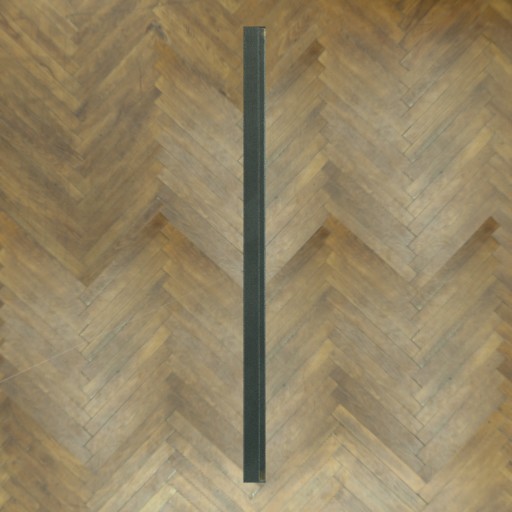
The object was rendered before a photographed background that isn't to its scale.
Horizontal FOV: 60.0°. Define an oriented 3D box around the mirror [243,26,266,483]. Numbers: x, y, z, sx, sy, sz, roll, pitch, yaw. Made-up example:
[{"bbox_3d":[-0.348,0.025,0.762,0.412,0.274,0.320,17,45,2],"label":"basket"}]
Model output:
[{"bbox_3d":[0.000,0.000,0.560,0.020,0.381,0.382,0,89,0],"label":"mirror"}]
